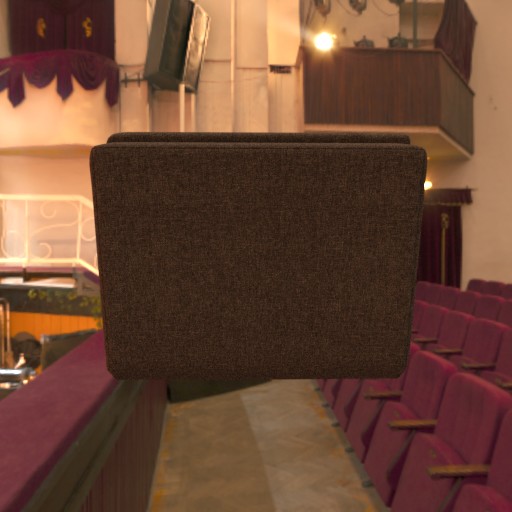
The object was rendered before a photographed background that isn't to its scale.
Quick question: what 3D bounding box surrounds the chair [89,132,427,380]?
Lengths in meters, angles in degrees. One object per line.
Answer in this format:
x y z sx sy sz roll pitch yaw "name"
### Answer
0.000 0.000 1.328 0.740 0.615 0.800 0 1 -1 "chair"
